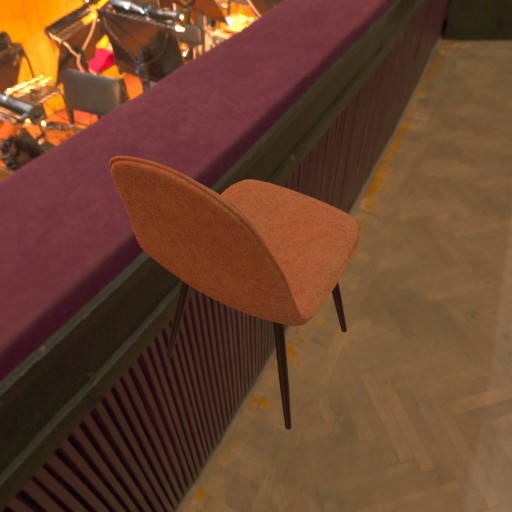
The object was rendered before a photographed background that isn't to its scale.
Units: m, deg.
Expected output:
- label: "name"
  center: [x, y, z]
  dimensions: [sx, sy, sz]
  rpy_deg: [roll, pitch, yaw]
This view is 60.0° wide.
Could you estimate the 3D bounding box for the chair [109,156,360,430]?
- label: "chair"
  center: [0.000, 0.000, 1.180]
  dimensions: [0.472, 0.889, 0.561]
  rpy_deg: [24, 51, 21]
